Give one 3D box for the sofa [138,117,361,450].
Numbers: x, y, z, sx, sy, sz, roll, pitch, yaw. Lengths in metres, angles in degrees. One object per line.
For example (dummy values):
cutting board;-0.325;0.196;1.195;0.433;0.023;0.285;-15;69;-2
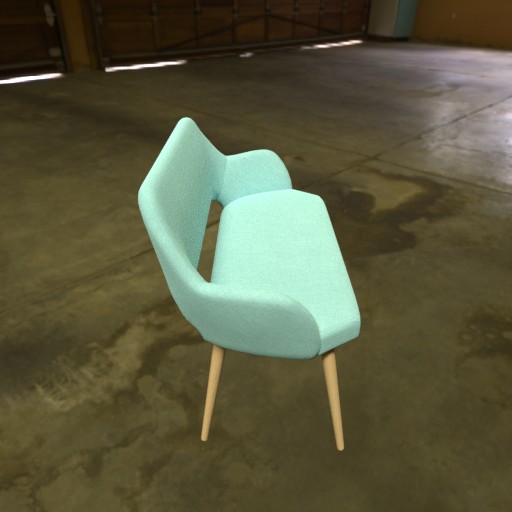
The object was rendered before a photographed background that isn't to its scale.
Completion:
sofa;0.000;0.000;1.650;0.610;0.840;1.150;0;31;0
